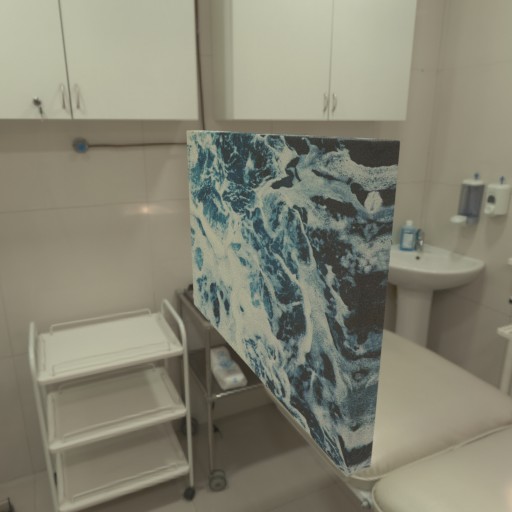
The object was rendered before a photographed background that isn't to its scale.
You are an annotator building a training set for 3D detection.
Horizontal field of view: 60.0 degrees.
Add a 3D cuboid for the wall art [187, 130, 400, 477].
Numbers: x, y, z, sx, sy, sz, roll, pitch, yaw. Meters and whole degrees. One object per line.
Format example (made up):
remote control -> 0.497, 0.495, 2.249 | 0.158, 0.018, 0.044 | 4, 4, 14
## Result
wall art -> 0.000, 0.000, 0.763 | 0.043, 0.407, 0.609 | -8, 19, -25
